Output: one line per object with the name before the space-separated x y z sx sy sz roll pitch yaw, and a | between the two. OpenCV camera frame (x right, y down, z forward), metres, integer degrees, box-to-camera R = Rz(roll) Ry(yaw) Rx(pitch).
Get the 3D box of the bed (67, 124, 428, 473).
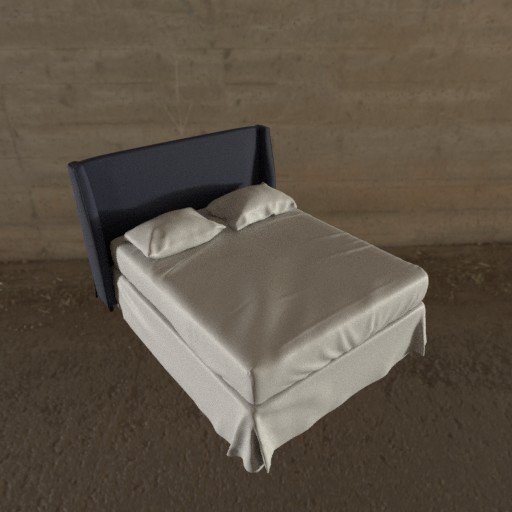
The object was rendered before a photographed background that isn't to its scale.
bed | 0.000 0.000 3.442 1.925 1.332 2.276 -22 37 -32
